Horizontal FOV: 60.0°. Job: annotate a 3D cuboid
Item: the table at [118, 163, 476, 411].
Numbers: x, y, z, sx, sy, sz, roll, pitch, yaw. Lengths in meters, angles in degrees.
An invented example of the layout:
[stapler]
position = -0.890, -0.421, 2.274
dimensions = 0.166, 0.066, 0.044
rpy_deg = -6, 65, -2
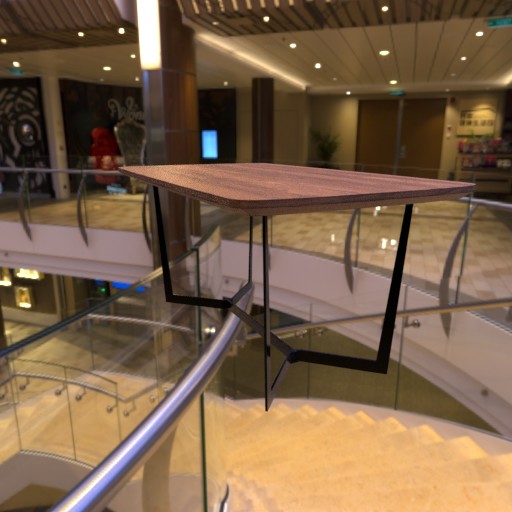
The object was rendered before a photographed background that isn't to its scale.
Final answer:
[table]
position = 0.000, 0.000, 2.086
dimensions = 0.949, 0.765, 1.643
rpy_deg = -8, 16, -26
